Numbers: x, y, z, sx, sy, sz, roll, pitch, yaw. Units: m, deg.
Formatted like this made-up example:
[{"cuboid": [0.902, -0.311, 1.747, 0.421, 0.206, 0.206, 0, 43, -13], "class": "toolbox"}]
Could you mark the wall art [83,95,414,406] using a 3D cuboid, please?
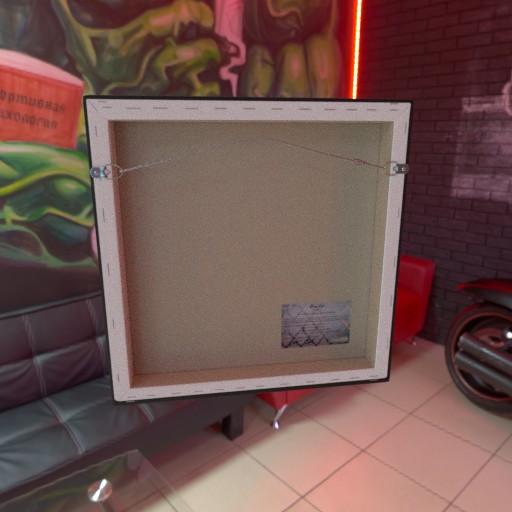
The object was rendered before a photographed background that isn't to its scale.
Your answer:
[{"cuboid": [0.000, 0.000, 0.603, 0.406, 0.407, 0.041, -2, 15, -9], "class": "wall art"}]
